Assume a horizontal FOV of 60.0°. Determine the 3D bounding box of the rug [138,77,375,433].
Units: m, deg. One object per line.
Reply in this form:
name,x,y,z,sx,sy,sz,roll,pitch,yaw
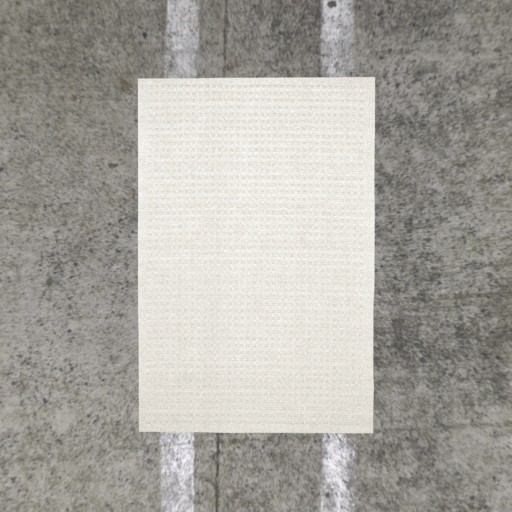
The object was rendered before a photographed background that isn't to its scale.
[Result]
rug,0.000,0.000,2.856,1.523,0.006,2.289,0,91,0
